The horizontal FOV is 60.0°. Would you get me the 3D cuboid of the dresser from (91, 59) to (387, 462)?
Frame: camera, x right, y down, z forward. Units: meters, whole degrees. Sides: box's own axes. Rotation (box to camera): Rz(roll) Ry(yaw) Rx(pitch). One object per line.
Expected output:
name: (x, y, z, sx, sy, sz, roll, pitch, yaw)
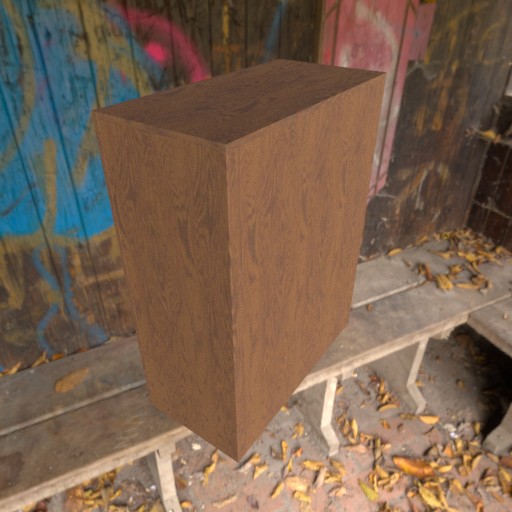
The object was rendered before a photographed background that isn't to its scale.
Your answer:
dresser: (0.000, 0.000, 1.815, 0.516, 1.320, 0.964, 21, 39, 29)
